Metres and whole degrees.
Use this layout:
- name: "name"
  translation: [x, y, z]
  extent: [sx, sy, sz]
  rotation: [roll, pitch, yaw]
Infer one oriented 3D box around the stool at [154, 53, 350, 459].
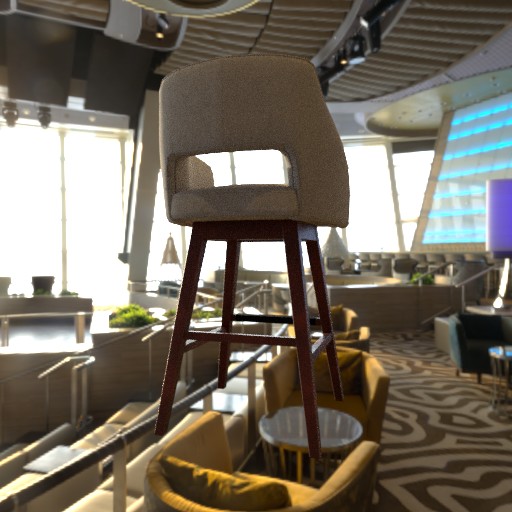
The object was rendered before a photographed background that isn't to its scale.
- name: "stool"
  translation: [0.000, 0.000, 1.372]
  extent: [0.548, 1.012, 0.558]
  rotation: [0, 0, 18]
